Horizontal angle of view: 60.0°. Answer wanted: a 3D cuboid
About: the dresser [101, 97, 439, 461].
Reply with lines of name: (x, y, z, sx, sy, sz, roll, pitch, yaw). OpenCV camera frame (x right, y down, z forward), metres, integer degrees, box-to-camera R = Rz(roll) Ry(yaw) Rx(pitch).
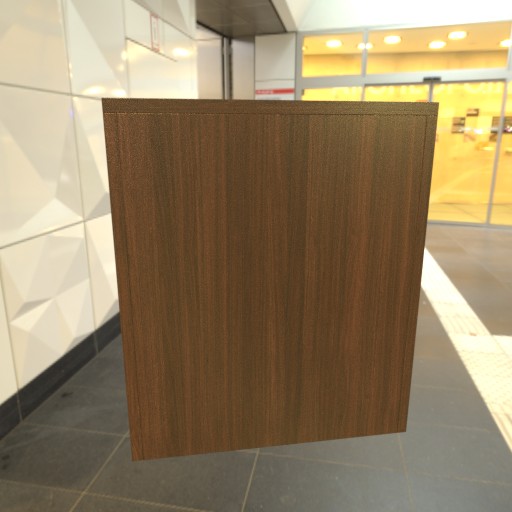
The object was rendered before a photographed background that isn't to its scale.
dresser: (0.000, 0.000, 0.747, 0.400, 0.470, 0.360, -2, 15, -9)
